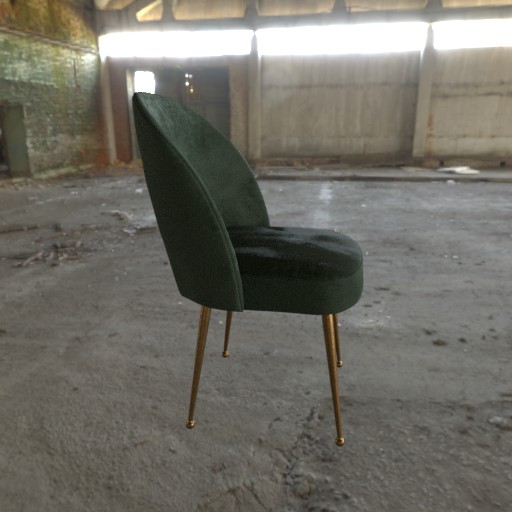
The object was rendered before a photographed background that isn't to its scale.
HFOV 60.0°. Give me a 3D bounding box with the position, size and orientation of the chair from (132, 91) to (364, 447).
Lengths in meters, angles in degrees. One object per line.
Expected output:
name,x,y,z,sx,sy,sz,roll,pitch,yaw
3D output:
chair,0.000,0.000,1.230,0.577,0.860,0.527,3,16,10
